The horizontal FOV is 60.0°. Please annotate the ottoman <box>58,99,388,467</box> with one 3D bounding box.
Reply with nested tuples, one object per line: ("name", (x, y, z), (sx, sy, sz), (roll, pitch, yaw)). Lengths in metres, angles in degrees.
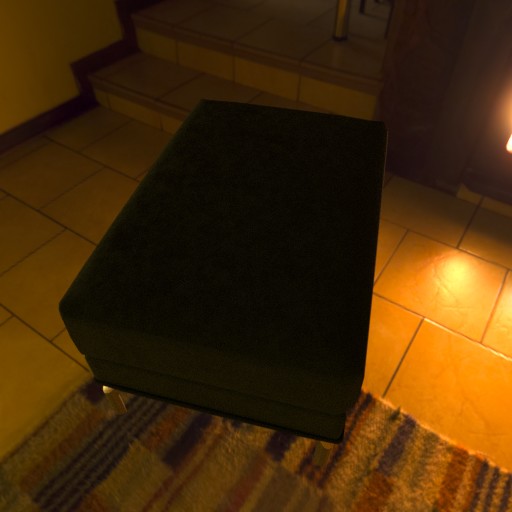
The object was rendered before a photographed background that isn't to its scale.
("ottoman", (0.000, 0.000, 1.189), (0.587, 0.498, 0.835), (11, 48, 10))
